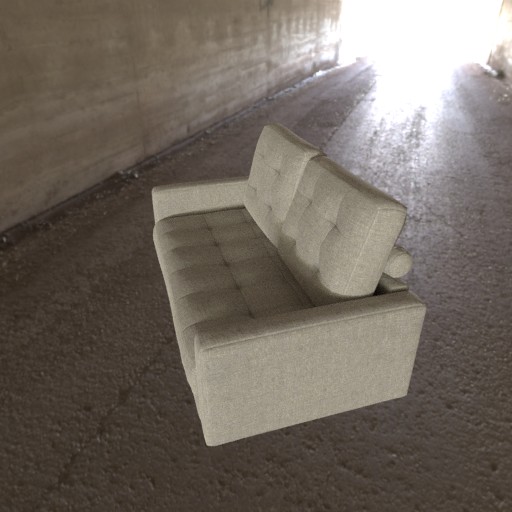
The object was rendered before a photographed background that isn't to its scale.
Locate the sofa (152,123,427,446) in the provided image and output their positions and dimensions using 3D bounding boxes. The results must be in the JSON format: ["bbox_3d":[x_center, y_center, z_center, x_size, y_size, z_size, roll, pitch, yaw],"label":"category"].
[{"bbox_3d":[0.000,0.000,2.020,0.842,0.907,1.407,-9,31,-15],"label":"sofa"}]
